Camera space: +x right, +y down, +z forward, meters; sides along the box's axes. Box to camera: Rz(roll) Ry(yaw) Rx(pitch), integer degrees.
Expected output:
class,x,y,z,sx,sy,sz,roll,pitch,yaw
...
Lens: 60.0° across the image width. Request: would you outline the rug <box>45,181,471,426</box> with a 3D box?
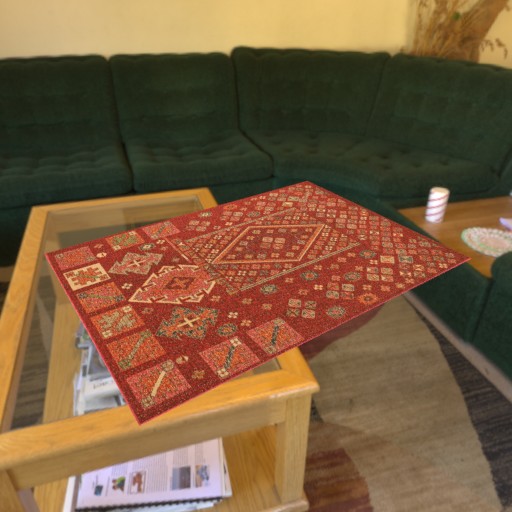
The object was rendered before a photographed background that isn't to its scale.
class,x,y,z,sx,sy,sz,roll,pitch,yaw
rug,0.000,0.000,4.234,3.306,0.011,2.389,-20,36,-29
